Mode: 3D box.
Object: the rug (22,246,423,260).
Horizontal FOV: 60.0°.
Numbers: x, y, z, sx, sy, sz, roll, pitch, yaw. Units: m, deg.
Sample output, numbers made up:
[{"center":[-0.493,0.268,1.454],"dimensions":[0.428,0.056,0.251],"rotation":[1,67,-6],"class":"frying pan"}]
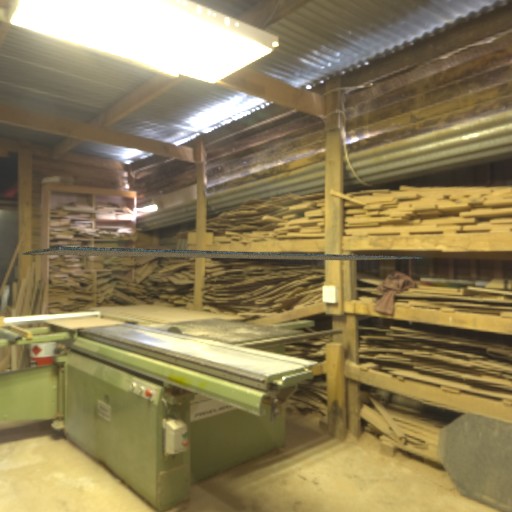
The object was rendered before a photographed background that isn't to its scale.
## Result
[{"center":[0.000,0.000,2.544],"dimensions":[2.292,0.014,0.685],"rotation":[1,-2,-37],"class":"rug"}]
